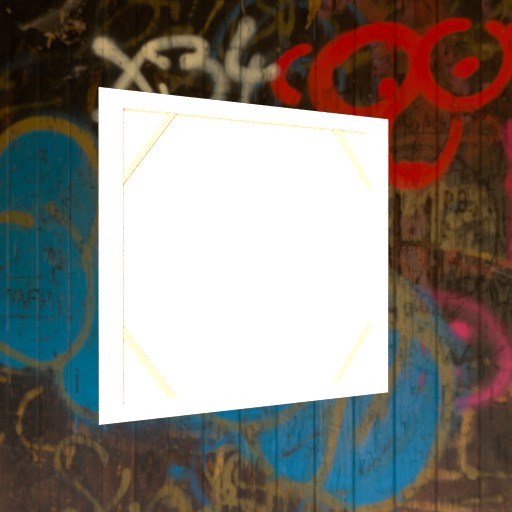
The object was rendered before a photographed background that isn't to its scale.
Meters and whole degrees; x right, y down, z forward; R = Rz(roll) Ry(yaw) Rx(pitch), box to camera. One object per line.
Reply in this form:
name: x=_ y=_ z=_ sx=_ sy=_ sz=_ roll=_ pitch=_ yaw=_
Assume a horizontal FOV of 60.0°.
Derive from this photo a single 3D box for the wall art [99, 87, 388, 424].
wall art: x=0.000 y=0.000 z=0.914 sx=0.610 sy=0.610 sz=0.038 roll=0 pitch=0 yaw=-18
